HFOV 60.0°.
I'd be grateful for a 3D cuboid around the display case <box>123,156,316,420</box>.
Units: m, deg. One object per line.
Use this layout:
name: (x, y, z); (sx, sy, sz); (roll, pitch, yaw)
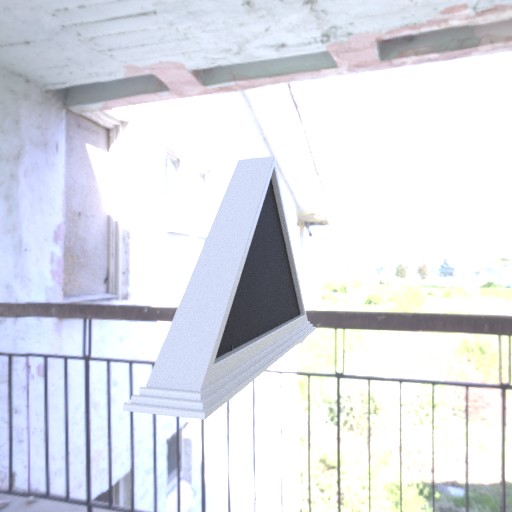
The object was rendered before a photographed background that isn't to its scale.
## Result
display case: (0.000, 0.000, 0.765); (0.095, 0.340, 0.640); (0, -1, 17)
